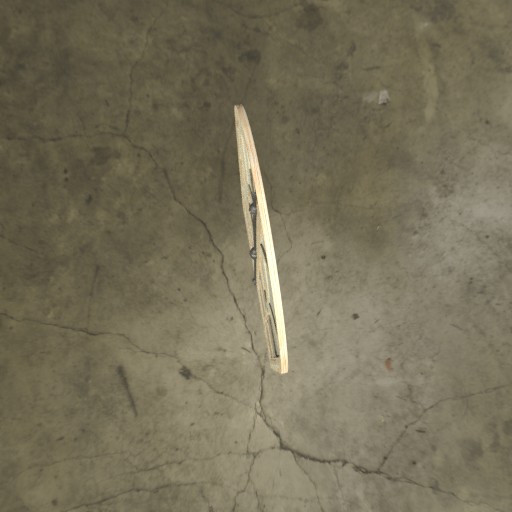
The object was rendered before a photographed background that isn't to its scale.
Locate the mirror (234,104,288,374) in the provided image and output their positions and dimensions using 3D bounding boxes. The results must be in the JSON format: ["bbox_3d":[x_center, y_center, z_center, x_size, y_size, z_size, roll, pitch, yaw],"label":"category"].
[{"bbox_3d":[0.000,0.000,1.189,0.032,0.915,0.609,-10,77,-2],"label":"mirror"}]
